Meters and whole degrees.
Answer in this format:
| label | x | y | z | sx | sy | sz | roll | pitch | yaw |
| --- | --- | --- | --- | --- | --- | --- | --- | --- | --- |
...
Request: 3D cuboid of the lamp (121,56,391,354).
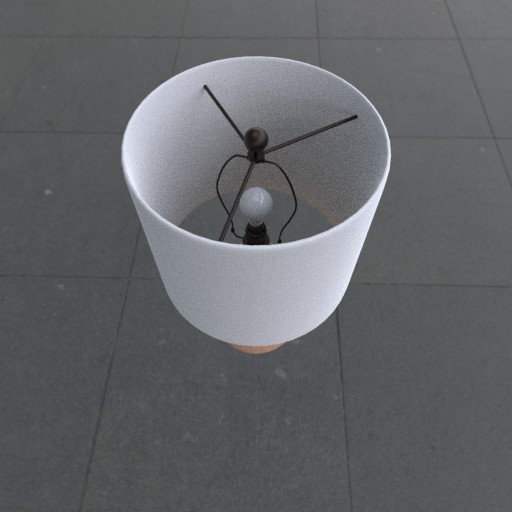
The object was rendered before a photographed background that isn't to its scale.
| label | x | y | z | sx | sy | sz | roll | pitch | yaw |
| --- | --- | --- | --- | --- | --- | --- | --- | --- | --- |
| lamp | 0.000 | 0.000 | 0.774 | 0.329 | 0.570 | 0.329 | 0 | 58 | 0 |
